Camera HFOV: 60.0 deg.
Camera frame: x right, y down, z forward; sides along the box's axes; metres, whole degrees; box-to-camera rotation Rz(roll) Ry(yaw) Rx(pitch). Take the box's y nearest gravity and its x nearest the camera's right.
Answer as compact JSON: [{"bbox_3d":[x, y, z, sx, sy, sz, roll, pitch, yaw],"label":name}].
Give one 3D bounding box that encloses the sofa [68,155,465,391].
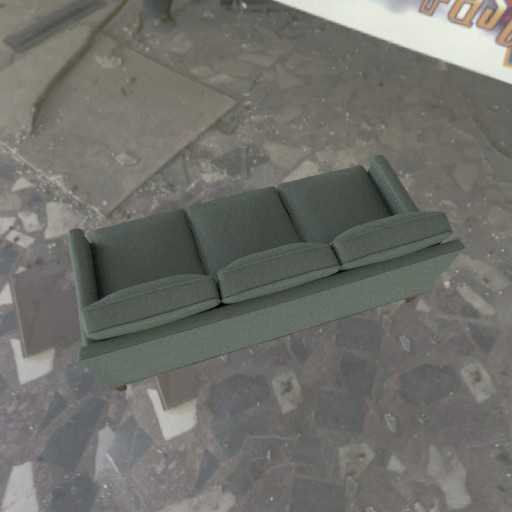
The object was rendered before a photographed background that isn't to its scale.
[{"bbox_3d":[0.000,0.000,2.888,2.246,1.003,1.084,-15,59,-10],"label":"sofa"}]
